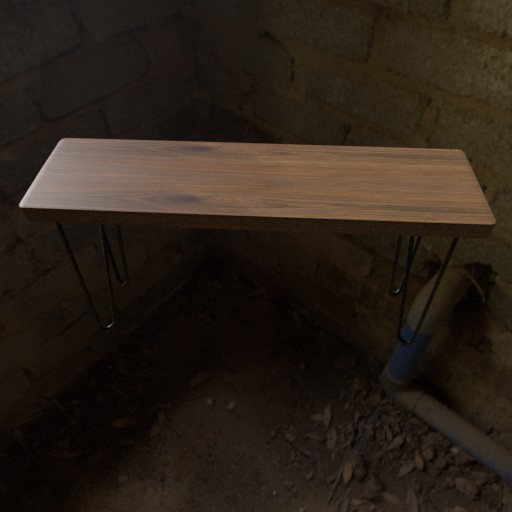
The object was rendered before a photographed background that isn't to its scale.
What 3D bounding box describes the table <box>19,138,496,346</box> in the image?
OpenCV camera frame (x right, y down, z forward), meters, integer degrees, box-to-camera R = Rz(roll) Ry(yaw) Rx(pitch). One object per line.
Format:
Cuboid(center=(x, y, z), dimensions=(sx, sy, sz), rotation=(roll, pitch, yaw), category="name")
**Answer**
Cuboid(center=(0.000, 0.000, 1.888), dimensions=(1.570, 0.834, 0.425), rotation=(2, 47, 2), category="table")
